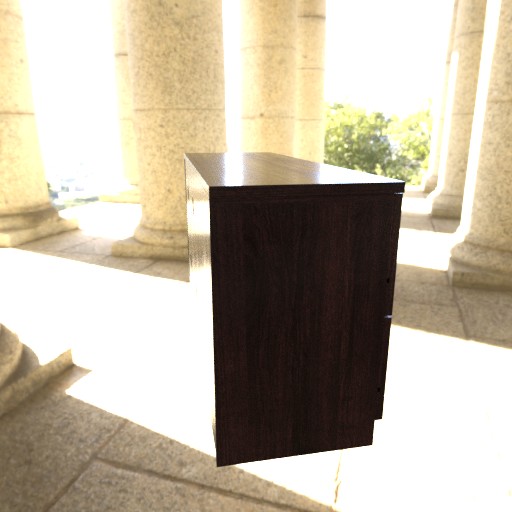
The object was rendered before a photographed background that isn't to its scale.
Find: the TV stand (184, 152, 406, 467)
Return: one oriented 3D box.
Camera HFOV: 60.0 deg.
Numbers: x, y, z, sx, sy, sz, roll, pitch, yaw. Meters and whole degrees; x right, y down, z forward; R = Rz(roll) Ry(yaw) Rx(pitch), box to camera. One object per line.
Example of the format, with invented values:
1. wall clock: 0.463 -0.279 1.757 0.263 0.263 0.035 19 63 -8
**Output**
1. TV stand: 0.000 0.000 1.476 0.404 0.614 1.192 -3 16 -11
